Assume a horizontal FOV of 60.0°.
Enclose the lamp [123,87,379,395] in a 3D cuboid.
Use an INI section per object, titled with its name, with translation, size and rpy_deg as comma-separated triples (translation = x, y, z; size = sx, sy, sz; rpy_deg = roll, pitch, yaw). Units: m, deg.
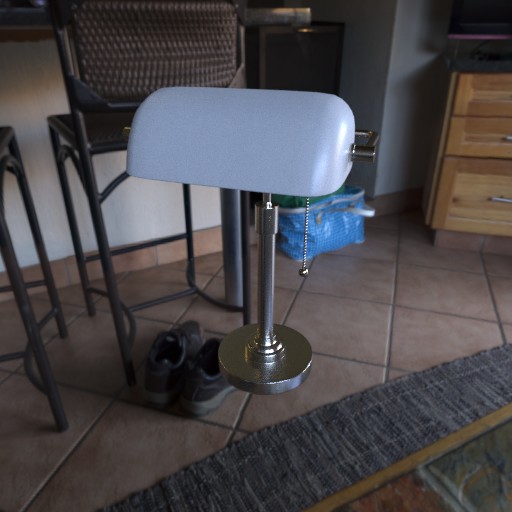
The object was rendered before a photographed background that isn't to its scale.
[lamp]
translation = 0.000, 0.000, 0.559
size = 0.269, 0.404, 0.227
rpy_deg = 9, 28, 18
